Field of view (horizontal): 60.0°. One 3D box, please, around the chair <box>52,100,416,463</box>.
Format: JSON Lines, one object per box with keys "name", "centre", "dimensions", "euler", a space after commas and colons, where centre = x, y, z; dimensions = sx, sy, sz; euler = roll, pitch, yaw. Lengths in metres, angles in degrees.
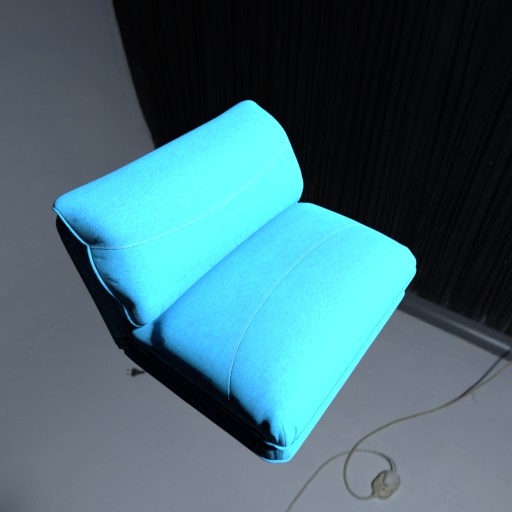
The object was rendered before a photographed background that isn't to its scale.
{"name": "chair", "centre": [0.000, 0.000, 1.342], "dimensions": [0.780, 0.580, 0.820], "euler": [27, 48, 27]}
